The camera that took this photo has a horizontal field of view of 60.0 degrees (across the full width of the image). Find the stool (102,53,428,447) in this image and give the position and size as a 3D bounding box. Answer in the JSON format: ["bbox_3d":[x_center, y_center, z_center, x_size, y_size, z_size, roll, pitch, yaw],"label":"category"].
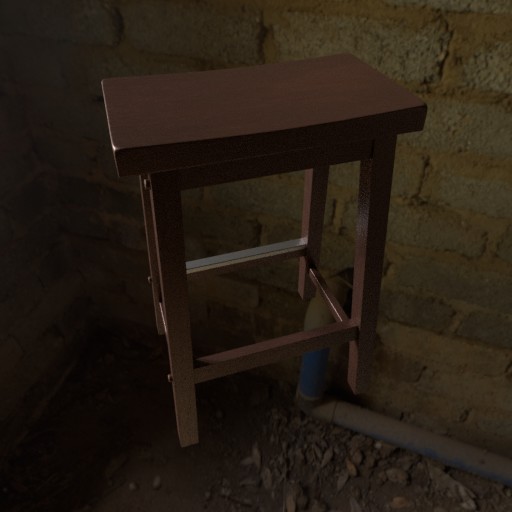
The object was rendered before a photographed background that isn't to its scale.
[{"bbox_3d":[0.000,0.000,0.816,0.406,0.610,0.322,-12,43,-13],"label":"stool"}]
